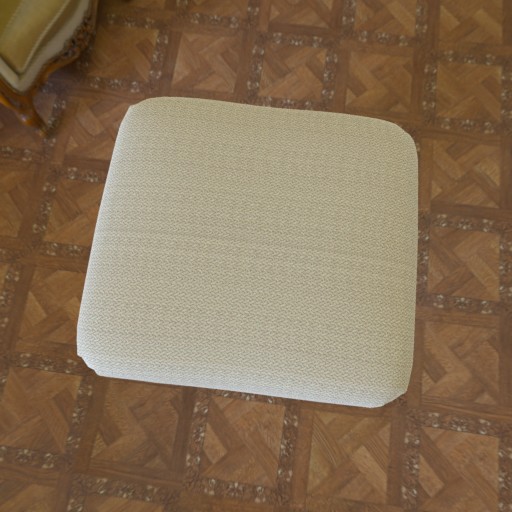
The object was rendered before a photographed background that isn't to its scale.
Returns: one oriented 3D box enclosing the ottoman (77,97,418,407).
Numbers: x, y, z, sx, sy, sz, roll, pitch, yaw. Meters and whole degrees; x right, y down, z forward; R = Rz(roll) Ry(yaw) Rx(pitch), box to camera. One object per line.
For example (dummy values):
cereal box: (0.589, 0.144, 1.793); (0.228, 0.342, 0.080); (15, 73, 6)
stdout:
ottoman: (0.000, 0.000, 1.066); (0.684, 0.447, 0.622); (6, 76, 2)
